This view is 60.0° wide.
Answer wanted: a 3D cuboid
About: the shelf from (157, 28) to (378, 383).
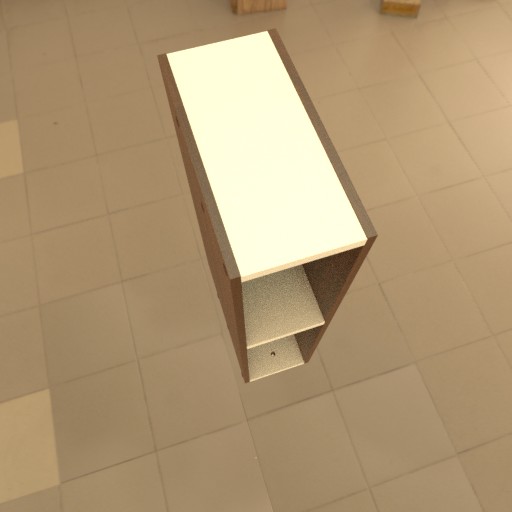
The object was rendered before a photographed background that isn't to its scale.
[{"bbox_3d":[0.000,0.000,0.732,0.147,0.600,0.290,-17,67,-7],"label":"shelf"}]
